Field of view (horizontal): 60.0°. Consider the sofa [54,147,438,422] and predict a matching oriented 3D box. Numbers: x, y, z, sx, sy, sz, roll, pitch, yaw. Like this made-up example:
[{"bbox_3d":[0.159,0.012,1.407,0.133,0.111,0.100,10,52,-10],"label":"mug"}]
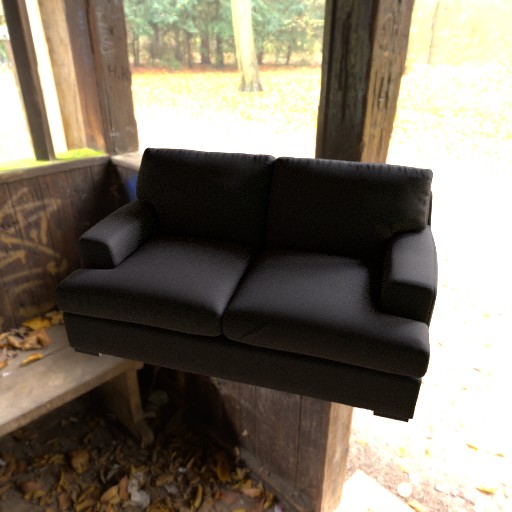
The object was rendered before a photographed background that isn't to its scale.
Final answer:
[{"bbox_3d":[0.000,0.000,2.462,1.880,0.940,1.143,8,28,15],"label":"sofa"}]
